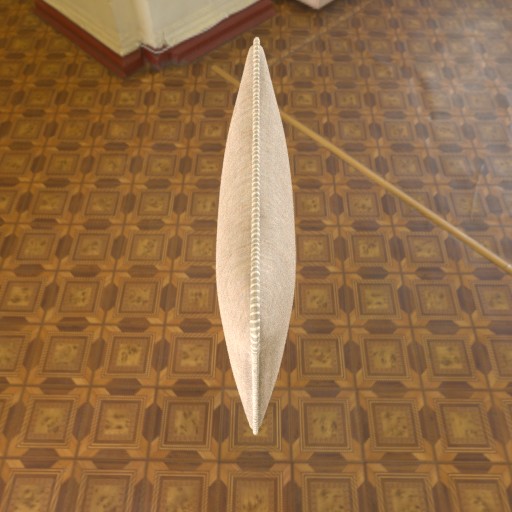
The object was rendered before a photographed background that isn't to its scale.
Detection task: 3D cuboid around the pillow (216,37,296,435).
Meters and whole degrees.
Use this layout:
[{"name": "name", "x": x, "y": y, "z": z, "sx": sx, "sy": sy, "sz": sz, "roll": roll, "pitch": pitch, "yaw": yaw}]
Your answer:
[{"name": "pillow", "x": 0.000, "y": 0.000, "z": 0.739, "sx": 0.124, "sy": 0.494, "sz": 0.485, "roll": 0, "pitch": 58, "yaw": 0}]
